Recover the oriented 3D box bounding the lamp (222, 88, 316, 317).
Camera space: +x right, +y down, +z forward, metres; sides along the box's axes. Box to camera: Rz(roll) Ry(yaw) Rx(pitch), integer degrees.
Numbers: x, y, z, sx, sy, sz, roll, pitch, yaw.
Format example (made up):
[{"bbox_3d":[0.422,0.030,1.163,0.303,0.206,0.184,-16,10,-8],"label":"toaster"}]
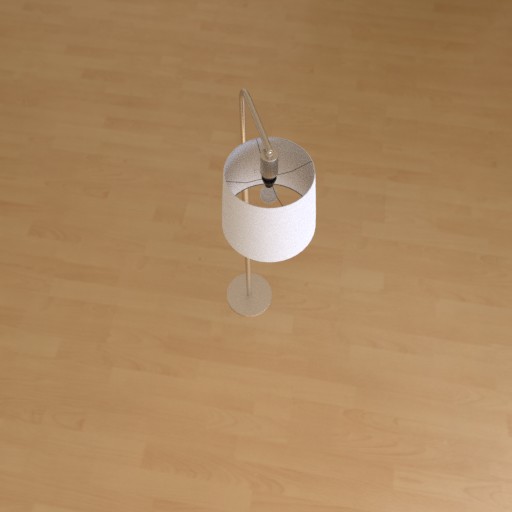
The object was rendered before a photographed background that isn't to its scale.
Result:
[{"bbox_3d":[0.000,0.000,1.672,0.254,1.478,0.508,-14,65,-7],"label":"lamp"}]
